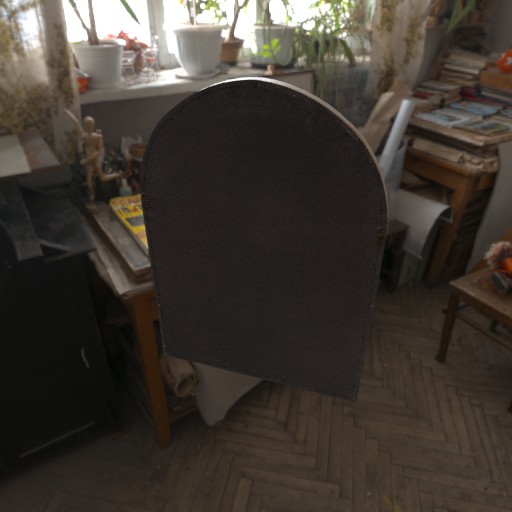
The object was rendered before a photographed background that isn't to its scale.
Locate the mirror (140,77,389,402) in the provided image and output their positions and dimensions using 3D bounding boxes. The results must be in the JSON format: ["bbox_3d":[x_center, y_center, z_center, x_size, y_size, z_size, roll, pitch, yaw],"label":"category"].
[{"bbox_3d":[0.000,0.000,1.217,0.660,0.920,0.032,10,33,15],"label":"mirror"}]
